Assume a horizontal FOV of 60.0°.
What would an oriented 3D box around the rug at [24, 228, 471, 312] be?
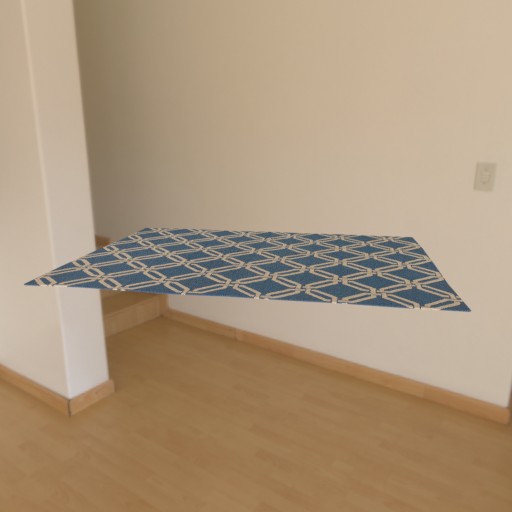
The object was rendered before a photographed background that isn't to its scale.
[{"bbox_3d":[0.000,0.000,2.776,2.135,0.013,1.524,2,15,10],"label":"rug"}]
